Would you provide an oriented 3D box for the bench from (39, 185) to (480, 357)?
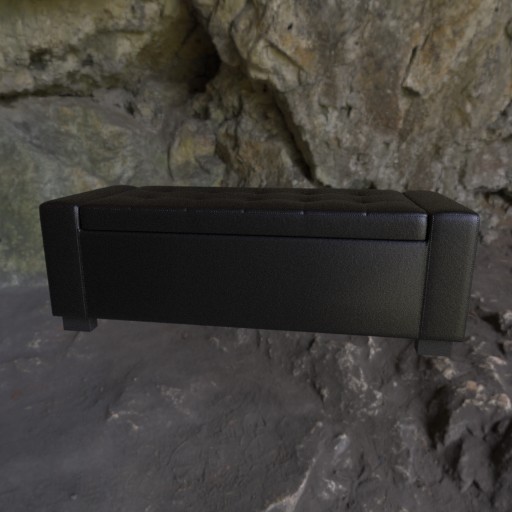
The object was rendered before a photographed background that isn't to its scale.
[{"bbox_3d":[0.000,0.000,1.564,1.296,0.445,0.508,2,15,8],"label":"bench"}]
